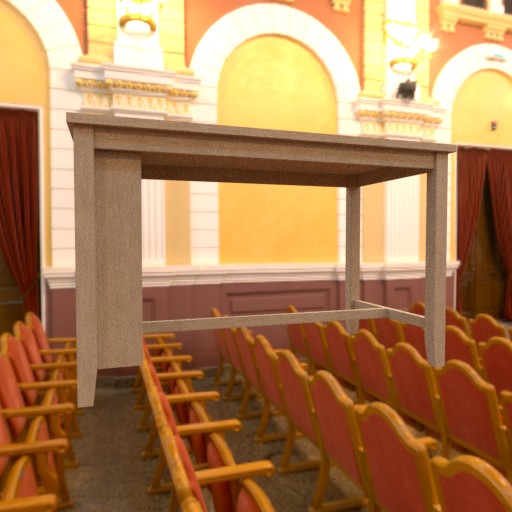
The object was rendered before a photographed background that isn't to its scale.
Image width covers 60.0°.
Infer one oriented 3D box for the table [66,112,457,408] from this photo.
[{"bbox_3d":[0.000,0.000,1.859,1.397,0.874,0.729,-1,2,-19],"label":"table"}]
